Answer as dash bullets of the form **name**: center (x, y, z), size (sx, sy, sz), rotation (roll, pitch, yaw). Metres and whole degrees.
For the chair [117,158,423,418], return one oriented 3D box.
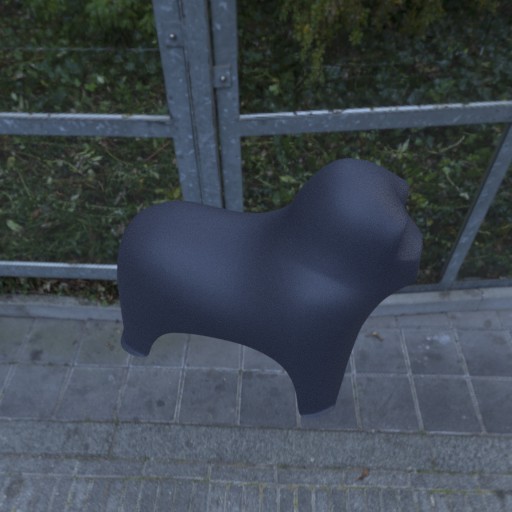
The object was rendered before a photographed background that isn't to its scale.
- **chair**: center (0.000, 0.000, 1.122), size (0.758, 0.600, 0.490), rotation (11, 47, 10)
